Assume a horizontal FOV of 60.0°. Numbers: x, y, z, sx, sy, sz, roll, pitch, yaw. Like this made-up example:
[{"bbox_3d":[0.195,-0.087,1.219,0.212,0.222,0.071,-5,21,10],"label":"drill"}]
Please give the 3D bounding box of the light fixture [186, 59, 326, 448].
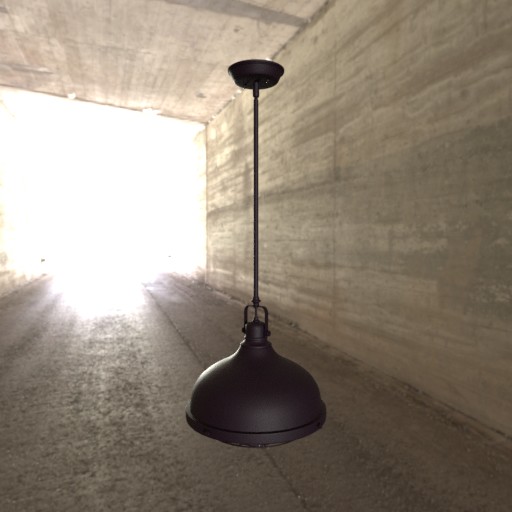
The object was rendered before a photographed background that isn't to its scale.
[{"bbox_3d":[0.000,0.000,1.028,0.341,0.849,0.341,1,2,36],"label":"light fixture"}]
